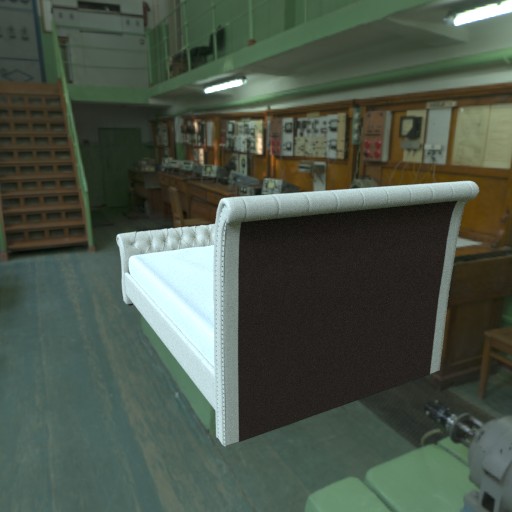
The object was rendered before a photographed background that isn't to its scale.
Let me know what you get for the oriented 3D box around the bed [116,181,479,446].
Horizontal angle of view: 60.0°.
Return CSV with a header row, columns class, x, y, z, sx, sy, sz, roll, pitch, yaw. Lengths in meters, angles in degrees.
class,x,y,z,sx,sy,sz,roll,pitch,yaw
bed,0.000,0.000,3.403,1.606,1.268,2.493,-8,17,-28
